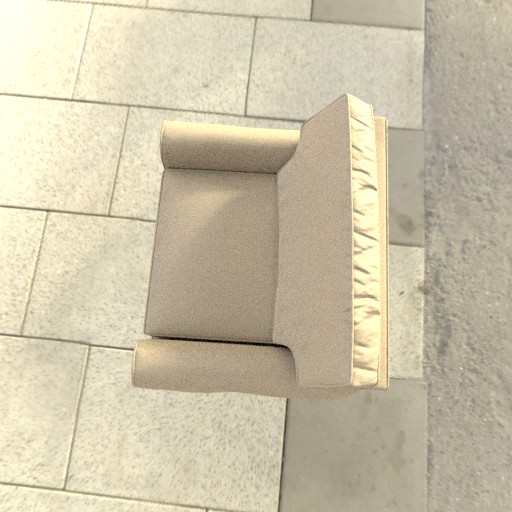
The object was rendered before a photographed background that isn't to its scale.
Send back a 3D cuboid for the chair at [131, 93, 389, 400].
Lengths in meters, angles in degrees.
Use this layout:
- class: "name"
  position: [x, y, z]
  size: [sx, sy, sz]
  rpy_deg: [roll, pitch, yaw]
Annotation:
- class: "chair"
  position: [0.000, 0.000, 1.824]
  size: [0.903, 0.937, 1.096]
  rpy_deg: [3, 76, 1]
